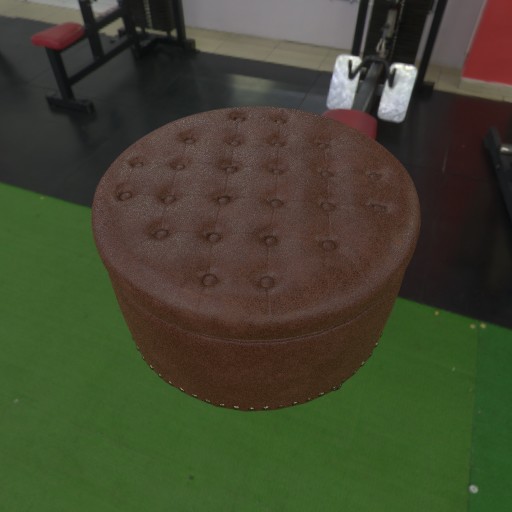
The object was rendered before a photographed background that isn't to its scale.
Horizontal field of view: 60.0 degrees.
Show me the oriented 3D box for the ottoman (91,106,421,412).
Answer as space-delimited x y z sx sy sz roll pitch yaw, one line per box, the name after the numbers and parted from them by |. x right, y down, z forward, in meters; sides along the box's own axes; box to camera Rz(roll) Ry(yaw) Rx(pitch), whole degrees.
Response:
0.000 0.000 1.016 0.637 0.442 0.637 0 47 0 | ottoman
